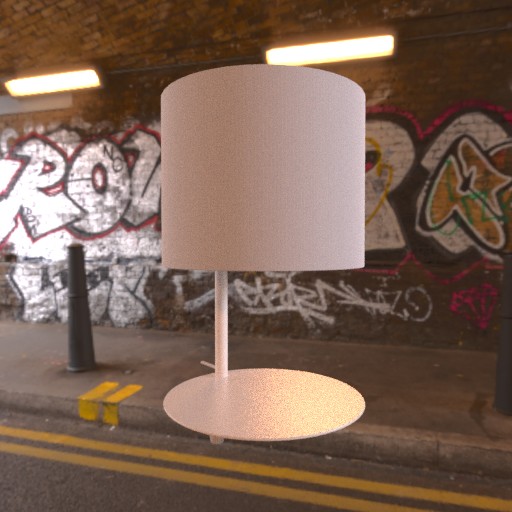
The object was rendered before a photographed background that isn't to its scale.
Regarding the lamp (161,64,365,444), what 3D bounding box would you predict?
[{"bbox_3d":[0.000,0.000,0.684,0.299,0.454,0.341,-1,2,-35],"label":"lamp"}]
